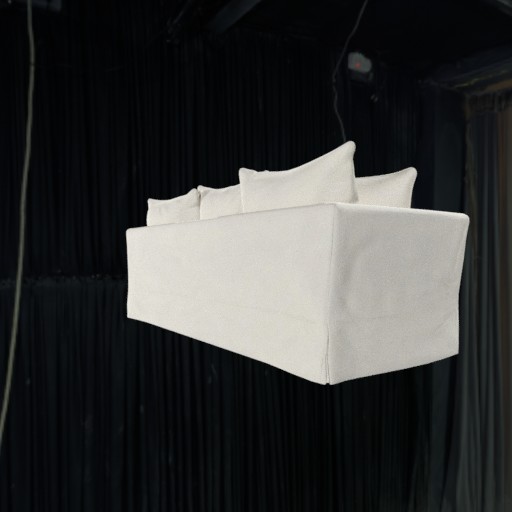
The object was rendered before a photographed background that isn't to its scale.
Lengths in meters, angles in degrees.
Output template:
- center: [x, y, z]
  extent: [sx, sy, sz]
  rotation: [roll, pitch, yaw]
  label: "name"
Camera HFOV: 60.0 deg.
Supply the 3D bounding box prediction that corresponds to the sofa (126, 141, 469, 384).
- center: [0.000, 0.000, 3.060]
  extent: [1.046, 1.047, 2.499]
  rotation: [0, 0, -35]
  label: "sofa"
